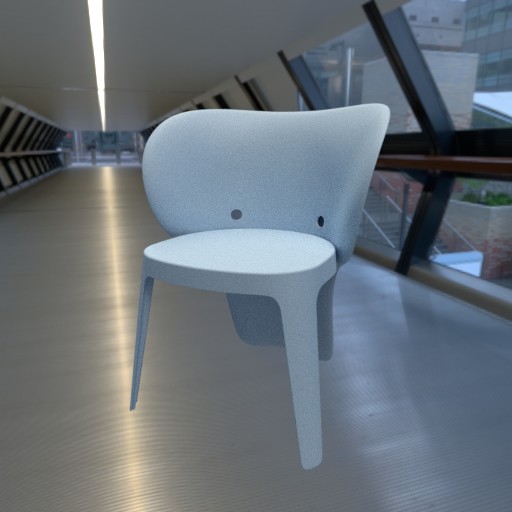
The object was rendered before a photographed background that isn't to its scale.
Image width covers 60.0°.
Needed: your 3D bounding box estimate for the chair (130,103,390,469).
[{"bbox_3d":[0.000,0.000,0.837,0.451,0.554,0.402,7,16,25],"label":"chair"}]
